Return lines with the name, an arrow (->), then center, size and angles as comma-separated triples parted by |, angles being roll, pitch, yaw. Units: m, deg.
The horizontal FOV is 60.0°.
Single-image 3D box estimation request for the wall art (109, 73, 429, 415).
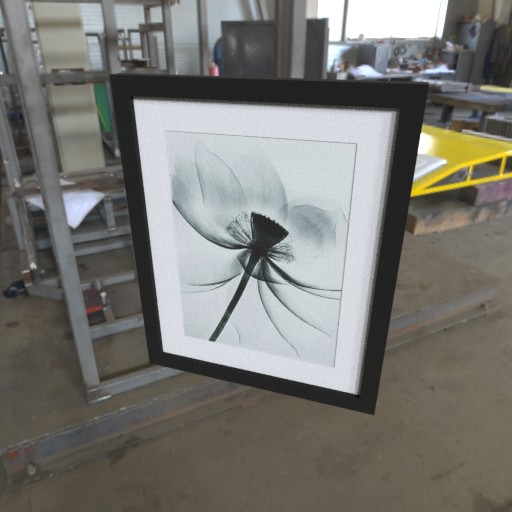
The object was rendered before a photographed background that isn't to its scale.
wall art -> 0.000, 0.000, 0.747 | 0.457, 0.559, 0.029 | 8, 28, 16
